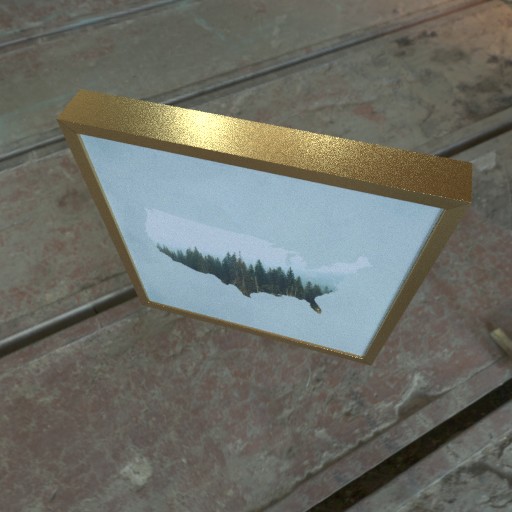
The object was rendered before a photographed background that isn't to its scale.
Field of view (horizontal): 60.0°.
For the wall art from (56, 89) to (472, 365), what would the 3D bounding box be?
[{"bbox_3d":[0.000,0.000,0.450,0.304,0.304,0.038,13,57,9],"label":"wall art"}]
